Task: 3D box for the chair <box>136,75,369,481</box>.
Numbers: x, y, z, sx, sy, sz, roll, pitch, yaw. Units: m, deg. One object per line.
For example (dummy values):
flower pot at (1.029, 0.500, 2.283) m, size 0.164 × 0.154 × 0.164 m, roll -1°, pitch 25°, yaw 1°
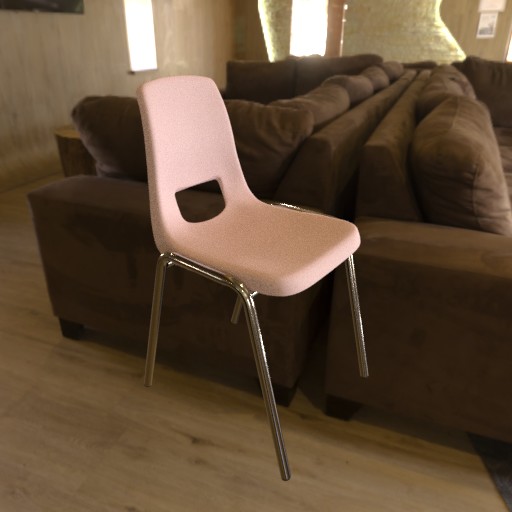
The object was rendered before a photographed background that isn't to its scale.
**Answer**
chair at (0.000, 0.000, 0.953) m, size 0.436 × 0.704 × 0.381 m, roll 18°, pitch 31°, yaw 33°
